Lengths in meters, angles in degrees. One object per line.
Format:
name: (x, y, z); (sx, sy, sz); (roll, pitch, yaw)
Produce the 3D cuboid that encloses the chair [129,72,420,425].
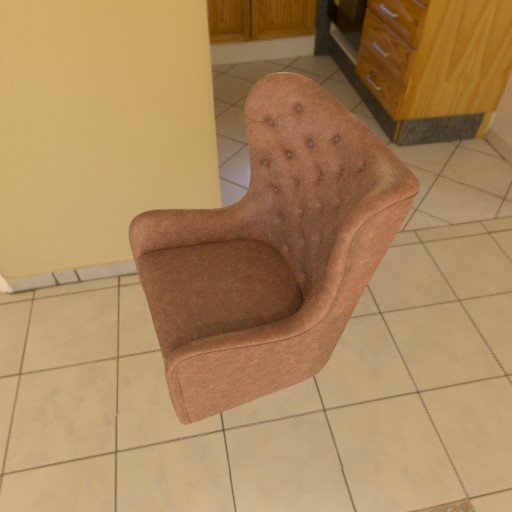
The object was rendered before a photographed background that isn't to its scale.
chair: (0.000, 0.000, 1.771); (0.930, 1.079, 0.831); (-16, 49, -14)
